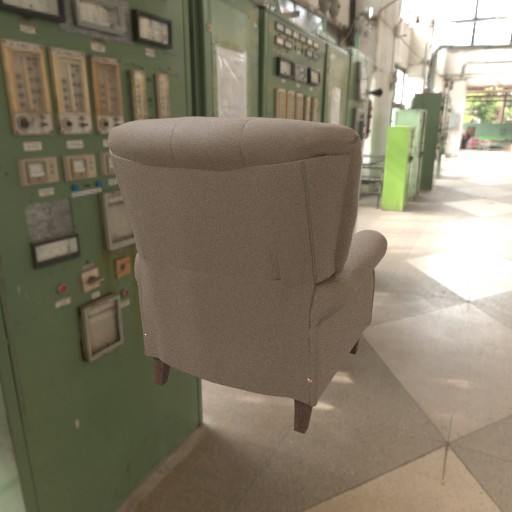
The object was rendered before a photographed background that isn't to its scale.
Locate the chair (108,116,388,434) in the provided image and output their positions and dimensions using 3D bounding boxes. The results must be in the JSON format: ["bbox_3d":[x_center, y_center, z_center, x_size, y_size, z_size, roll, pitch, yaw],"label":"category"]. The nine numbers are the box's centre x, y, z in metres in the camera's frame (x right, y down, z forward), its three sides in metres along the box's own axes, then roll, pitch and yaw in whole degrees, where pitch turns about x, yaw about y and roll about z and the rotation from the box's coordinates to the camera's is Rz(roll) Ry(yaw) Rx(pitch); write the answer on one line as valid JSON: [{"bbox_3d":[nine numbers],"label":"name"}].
[{"bbox_3d":[0.000,0.000,1.916,0.999,1.138,1.041,9,18,27],"label":"chair"}]
